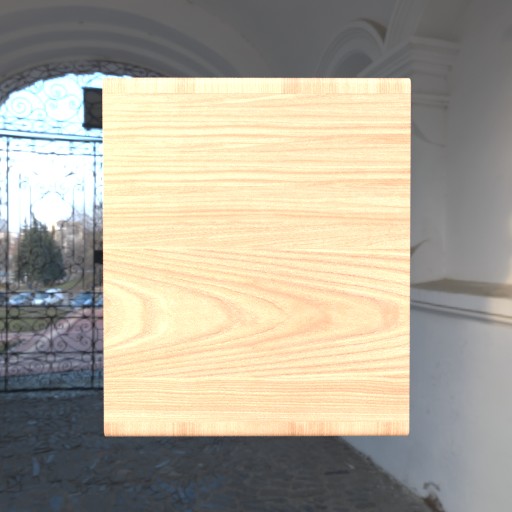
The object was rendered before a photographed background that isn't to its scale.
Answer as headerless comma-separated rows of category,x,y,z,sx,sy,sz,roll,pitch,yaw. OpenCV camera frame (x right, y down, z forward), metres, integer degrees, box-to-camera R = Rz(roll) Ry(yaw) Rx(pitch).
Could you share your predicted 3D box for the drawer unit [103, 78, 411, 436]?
drawer unit,0.000,0.000,0.591,0.290,0.344,0.344,0,1,0
